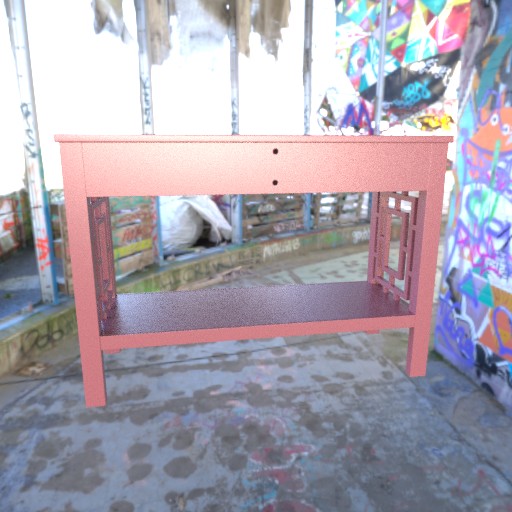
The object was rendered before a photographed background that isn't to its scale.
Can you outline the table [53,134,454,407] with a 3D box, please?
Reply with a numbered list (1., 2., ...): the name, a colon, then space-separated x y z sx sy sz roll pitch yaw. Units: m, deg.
1. table: 0.000 0.000 1.443 1.068 0.753 0.397 -2 14 -10
